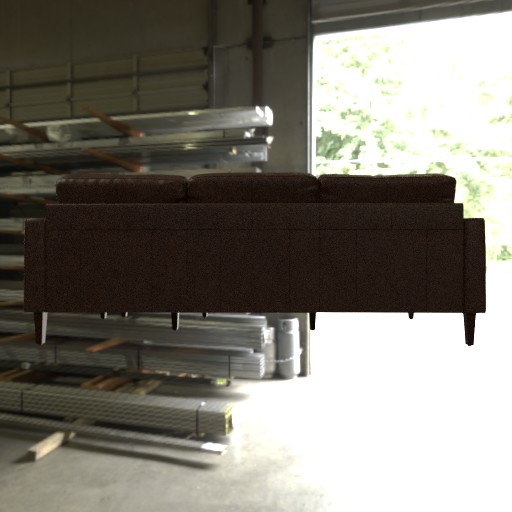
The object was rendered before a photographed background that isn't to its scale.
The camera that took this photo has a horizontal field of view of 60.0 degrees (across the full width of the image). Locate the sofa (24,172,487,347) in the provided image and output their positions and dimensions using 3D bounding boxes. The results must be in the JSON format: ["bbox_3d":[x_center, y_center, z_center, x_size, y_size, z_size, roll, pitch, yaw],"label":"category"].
[{"bbox_3d":[0.000,0.000,2.852,2.185,0.841,1.613,0,0,1],"label":"sofa"}]
